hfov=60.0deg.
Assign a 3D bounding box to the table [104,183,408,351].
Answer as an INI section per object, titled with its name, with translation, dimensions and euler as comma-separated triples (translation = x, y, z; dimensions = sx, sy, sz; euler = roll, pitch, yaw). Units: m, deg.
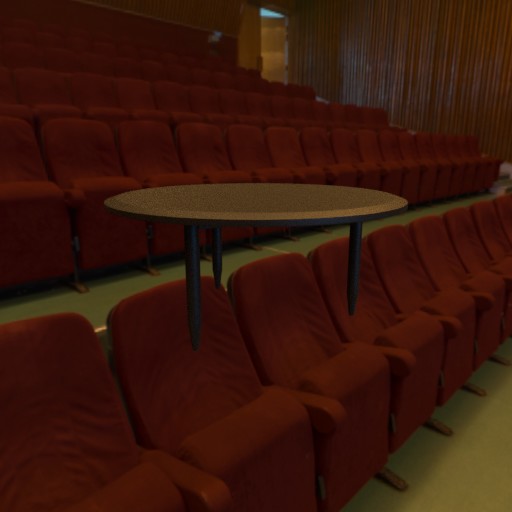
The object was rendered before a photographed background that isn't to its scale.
[table]
translation = 0.000, 0.000, 1.427
dimensions = 0.900, 0.400, 0.900
euler = 0, 14, 0
